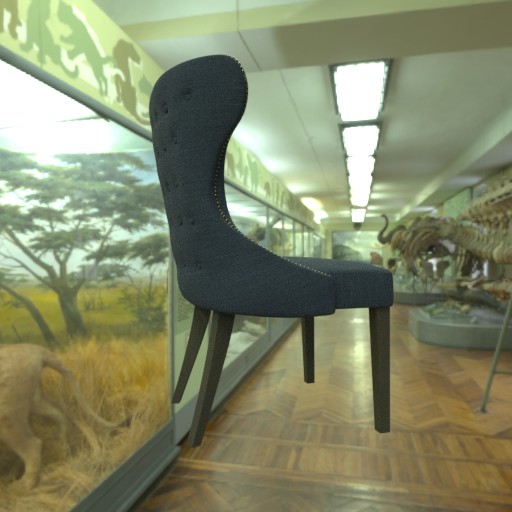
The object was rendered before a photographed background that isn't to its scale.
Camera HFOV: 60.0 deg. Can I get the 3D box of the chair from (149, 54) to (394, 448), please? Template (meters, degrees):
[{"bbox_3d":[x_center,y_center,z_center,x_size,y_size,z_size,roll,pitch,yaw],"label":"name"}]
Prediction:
[{"bbox_3d":[0.000,0.000,1.363,0.635,0.967,0.628,0,1,-18],"label":"chair"}]
